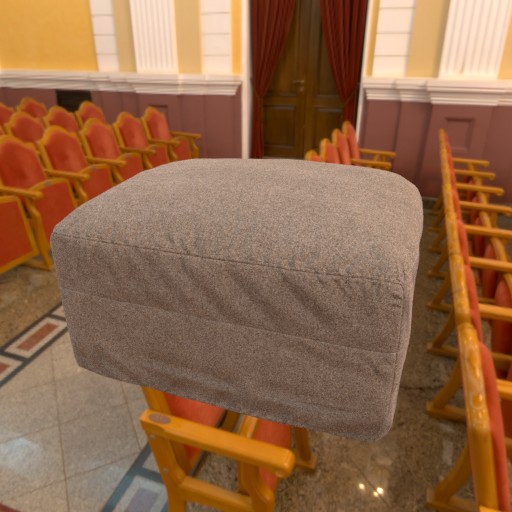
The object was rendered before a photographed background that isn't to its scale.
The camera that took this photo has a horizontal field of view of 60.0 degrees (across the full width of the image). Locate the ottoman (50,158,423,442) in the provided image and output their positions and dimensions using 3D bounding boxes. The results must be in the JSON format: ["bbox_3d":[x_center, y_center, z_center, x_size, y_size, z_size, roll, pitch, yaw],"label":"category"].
[{"bbox_3d":[0.000,0.000,1.220,0.837,0.481,0.683,9,27,18],"label":"ottoman"}]
